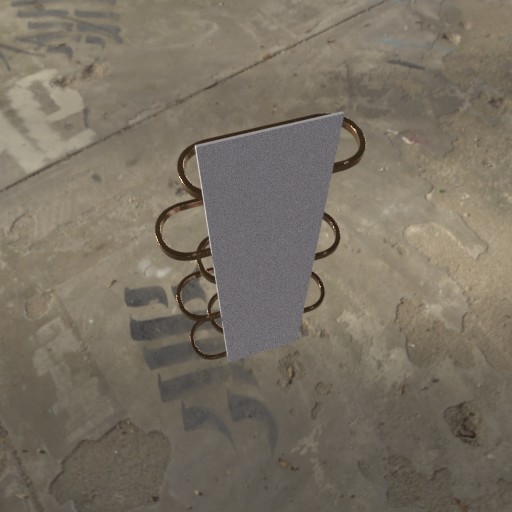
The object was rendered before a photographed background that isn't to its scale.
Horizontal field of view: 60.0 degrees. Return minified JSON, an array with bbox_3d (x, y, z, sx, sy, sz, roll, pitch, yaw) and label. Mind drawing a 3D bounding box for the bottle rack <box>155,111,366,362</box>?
[{"bbox_3d":[0.000,0.000,0.840,0.332,0.709,0.118,-16,59,-10],"label":"bottle rack"}]
